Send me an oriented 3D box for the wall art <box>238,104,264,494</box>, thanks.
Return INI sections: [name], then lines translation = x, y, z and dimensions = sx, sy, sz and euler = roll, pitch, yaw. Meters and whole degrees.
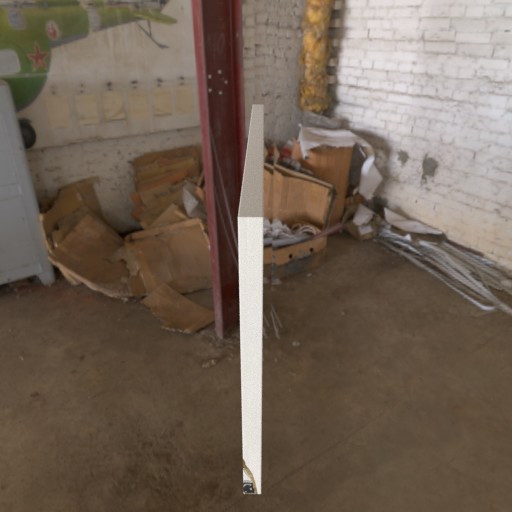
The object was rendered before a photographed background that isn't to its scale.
[wall art]
translation = 0.000, 0.000, 1.141
dimensions = 0.038, 0.601, 0.898
euler = 1, 28, 1
